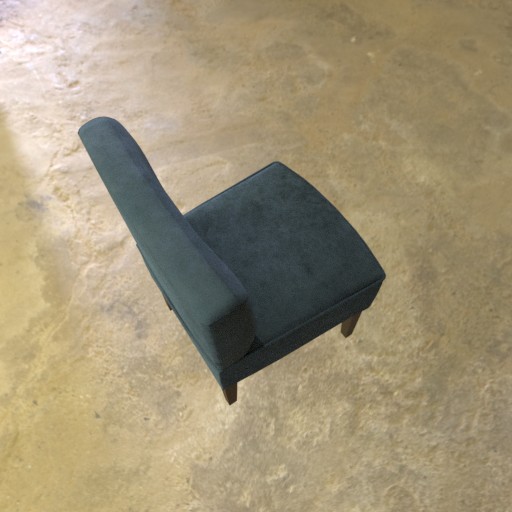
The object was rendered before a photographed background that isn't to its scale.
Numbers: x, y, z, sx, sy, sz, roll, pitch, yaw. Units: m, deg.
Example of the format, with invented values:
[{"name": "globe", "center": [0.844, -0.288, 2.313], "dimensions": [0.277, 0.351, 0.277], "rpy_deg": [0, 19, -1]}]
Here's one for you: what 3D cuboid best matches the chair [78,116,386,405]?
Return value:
[{"name": "chair", "center": [0.000, 0.000, 1.194], "dimensions": [0.551, 0.806, 0.521], "rpy_deg": [-30, 63, -17]}]
